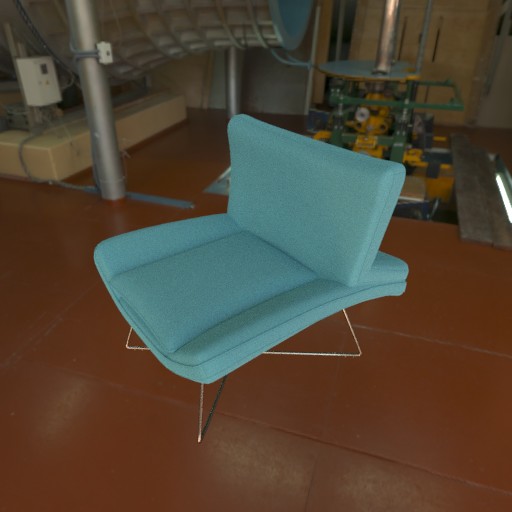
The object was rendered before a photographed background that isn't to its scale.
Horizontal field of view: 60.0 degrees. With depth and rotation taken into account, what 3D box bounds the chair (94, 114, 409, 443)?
[{"bbox_3d":[0.000,0.000,1.704,1.008,0.855,0.859,-21,37,-32],"label":"chair"}]
